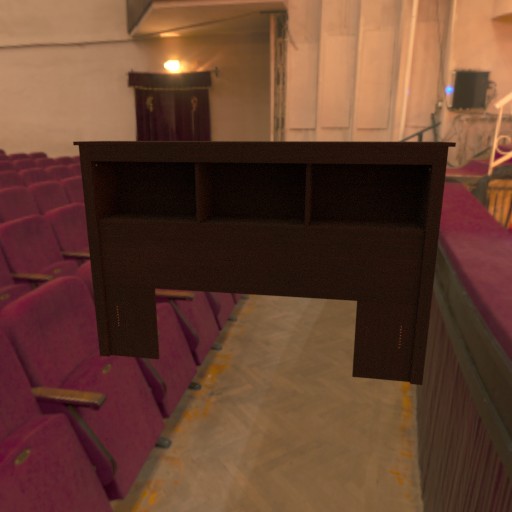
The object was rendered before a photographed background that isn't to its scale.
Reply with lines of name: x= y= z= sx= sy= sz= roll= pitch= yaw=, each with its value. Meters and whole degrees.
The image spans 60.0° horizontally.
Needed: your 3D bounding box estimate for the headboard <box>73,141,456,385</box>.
headboard: x=0.000 y=0.000 z=2.185 sx=1.671 sy=1.092 sz=0.279 roll=3 pitch=15 yaw=10
